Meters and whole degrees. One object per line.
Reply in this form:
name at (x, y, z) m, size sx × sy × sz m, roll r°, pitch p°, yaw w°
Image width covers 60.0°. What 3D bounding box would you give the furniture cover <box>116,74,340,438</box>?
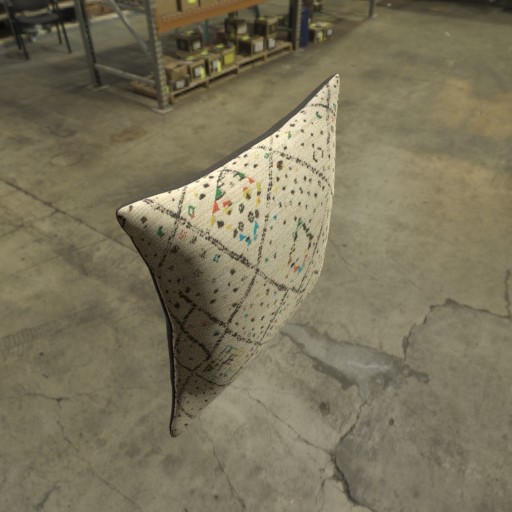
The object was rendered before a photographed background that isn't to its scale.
furniture cover at (0.000, 0.000, 0.796) m, size 0.180 × 0.498 × 0.525 m, roll 25°, pitch 46°, yaw 26°
